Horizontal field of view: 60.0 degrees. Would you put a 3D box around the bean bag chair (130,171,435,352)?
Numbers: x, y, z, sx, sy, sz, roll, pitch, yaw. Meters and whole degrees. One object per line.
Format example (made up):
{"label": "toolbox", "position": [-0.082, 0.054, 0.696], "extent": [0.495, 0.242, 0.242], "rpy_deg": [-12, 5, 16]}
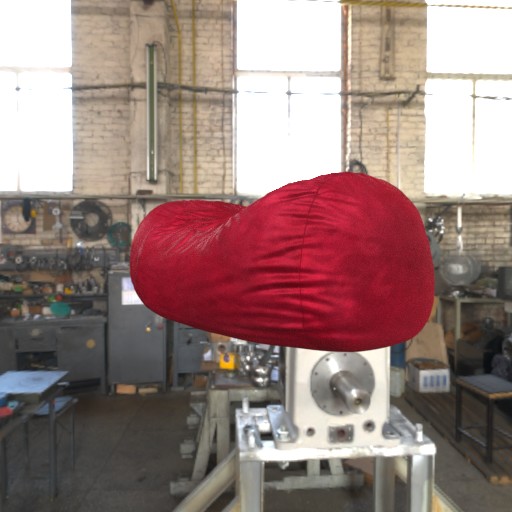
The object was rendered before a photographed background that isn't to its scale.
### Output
{"label": "bean bag chair", "position": [0.000, 0.000, 2.851], "extent": [1.216, 0.867, 2.293], "rpy_deg": [-1, 2, -36]}
